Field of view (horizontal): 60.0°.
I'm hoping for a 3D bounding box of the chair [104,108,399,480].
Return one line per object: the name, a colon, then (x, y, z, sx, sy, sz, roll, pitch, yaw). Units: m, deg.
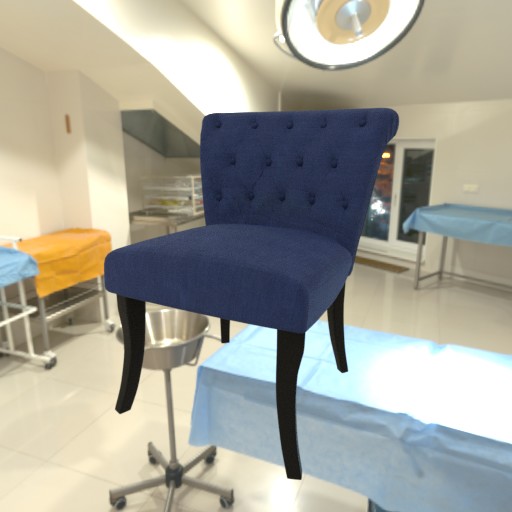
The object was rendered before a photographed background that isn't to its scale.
chair: (0.000, 0.000, 1.169, 0.585, 0.753, 0.606, 8, 17, 27)
